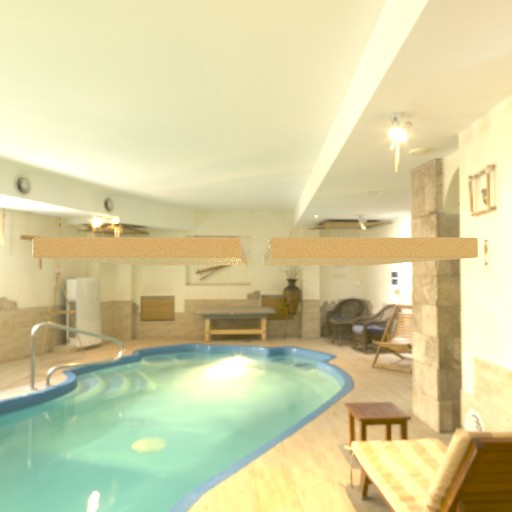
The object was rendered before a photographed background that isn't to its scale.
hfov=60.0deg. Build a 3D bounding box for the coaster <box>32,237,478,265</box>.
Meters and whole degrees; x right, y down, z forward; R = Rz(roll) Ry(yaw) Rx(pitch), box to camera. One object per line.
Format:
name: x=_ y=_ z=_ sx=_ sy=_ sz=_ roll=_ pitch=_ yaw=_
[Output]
coaster: x=0.000 y=0.000 z=0.324 sx=0.219 sy=0.010 sz=0.214 roll=0 pitch=-2 yaw=0
